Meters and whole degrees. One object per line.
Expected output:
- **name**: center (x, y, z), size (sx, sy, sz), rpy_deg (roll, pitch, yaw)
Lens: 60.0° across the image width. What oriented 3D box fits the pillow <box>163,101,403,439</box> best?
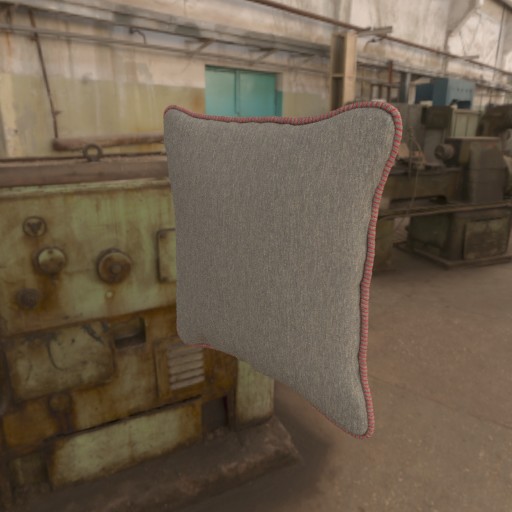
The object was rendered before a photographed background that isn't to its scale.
- **pillow**: center (0.000, 0.000, 0.751), size (0.482, 0.491, 0.124), rpy_deg (16, 24, 41)
